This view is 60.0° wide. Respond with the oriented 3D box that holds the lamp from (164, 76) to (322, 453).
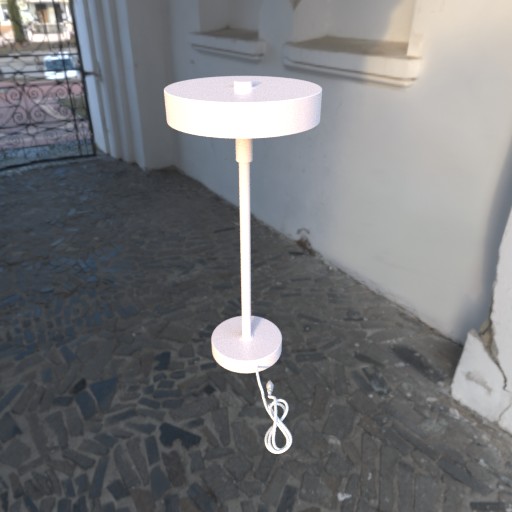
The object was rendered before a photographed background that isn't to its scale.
[{"bbox_3d":[0.000,0.000,0.710,0.229,0.508,0.369,-8,31,-13],"label":"lamp"}]
